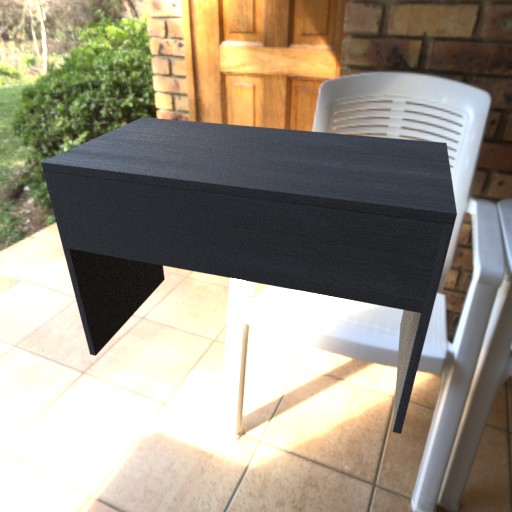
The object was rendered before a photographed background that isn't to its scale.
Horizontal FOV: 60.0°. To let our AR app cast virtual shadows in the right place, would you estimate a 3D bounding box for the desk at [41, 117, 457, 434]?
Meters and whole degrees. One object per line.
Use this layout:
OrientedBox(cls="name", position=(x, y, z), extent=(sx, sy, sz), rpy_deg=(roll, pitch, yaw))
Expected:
OrientedBox(cls="desk", position=(0.000, 0.000, 1.521), extent=(1.099, 0.729, 0.557), rpy_deg=(9, 32, 15))
